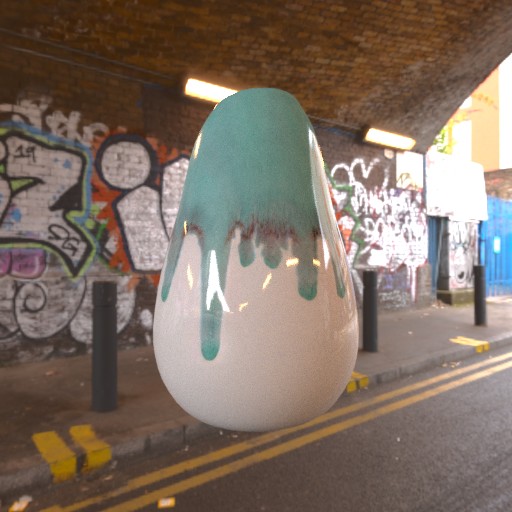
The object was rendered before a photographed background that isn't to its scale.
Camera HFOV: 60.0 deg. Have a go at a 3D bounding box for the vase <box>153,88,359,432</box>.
[{"bbox_3d":[0.000,0.000,0.257,0.116,0.179,0.116,0,0,0],"label":"vase"}]
